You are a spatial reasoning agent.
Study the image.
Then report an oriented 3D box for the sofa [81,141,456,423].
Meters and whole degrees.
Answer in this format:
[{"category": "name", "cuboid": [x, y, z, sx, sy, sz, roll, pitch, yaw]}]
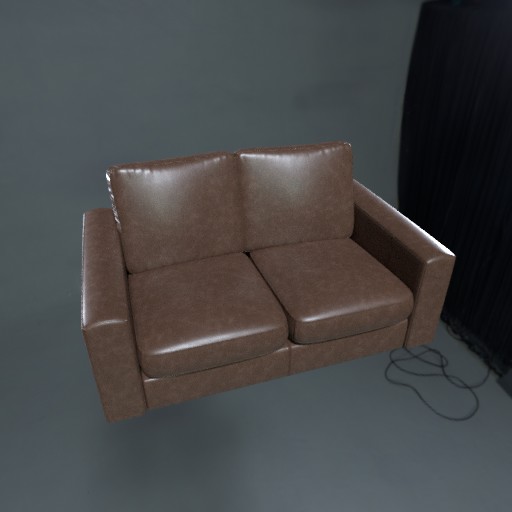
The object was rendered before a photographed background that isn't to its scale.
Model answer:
[{"category": "sofa", "cuboid": [0.000, 0.000, 2.224, 1.616, 0.873, 1.016, -10, 33, -15]}]
